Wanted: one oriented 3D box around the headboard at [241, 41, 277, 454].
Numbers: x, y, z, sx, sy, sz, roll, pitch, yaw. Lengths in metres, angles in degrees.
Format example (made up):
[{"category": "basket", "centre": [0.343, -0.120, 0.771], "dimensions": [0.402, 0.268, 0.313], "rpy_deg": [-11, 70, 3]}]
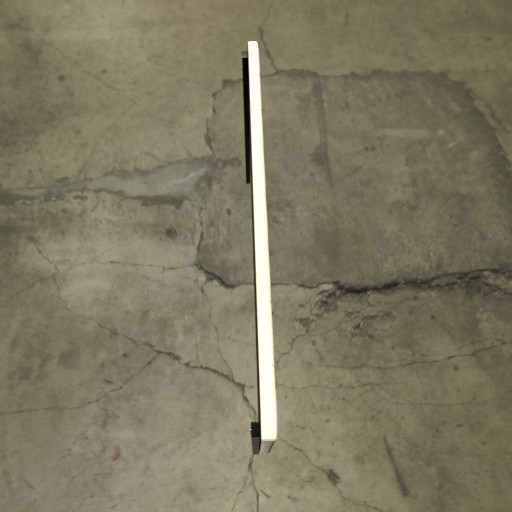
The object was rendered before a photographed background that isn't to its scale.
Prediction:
[{"category": "headboard", "centre": [0.000, 0.000, 2.904], "dimensions": [0.120, 1.410, 2.362], "rpy_deg": [-2, 63, -1]}]
